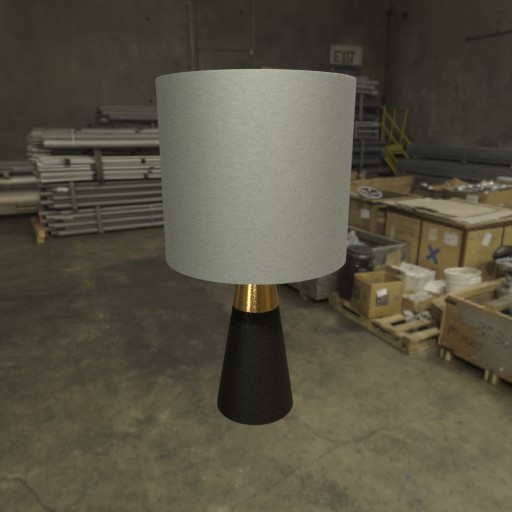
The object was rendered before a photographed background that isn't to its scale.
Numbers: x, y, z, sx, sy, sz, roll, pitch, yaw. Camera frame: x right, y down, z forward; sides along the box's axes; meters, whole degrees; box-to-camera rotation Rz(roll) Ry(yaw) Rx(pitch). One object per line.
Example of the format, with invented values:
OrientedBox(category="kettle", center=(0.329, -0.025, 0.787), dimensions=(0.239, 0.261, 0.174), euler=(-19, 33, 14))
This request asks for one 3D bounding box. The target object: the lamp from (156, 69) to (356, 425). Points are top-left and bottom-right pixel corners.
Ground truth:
OrientedBox(category="lamp", center=(0.000, 0.000, 0.773), dimensions=(0.308, 0.580, 0.308), euler=(-8, 18, -25))
